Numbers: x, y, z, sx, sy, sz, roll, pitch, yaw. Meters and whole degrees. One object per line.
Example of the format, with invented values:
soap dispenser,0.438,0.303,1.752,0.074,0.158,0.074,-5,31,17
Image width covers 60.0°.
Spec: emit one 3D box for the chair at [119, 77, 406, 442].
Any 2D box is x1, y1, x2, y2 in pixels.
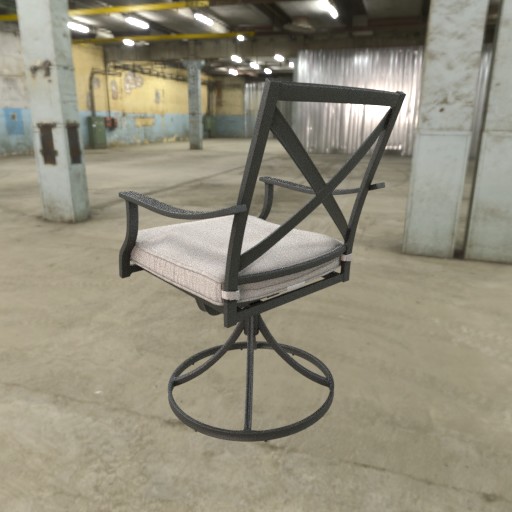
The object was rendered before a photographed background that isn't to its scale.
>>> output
chair,0.000,0.000,1.282,0.575,0.889,0.620,-15,22,-42
